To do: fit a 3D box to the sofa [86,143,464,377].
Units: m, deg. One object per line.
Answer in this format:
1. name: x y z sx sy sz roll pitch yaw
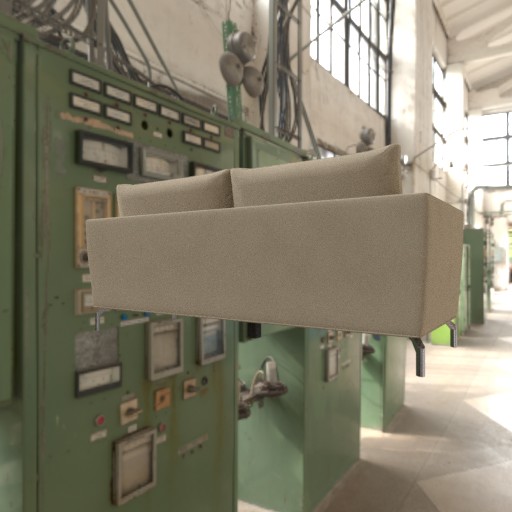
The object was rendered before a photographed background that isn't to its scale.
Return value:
1. sofa: 0.000 0.000 2.715 2.214 1.005 0.868 0 -1 34
